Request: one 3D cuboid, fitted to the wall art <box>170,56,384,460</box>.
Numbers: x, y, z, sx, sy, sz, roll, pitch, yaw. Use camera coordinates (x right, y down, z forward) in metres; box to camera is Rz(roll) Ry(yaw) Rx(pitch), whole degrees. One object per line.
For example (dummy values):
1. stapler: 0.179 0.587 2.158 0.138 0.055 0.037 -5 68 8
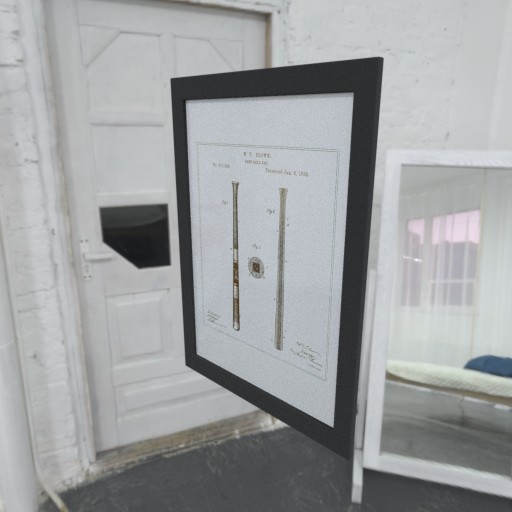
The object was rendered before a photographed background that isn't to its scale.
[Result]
1. wall art: 0.000 0.000 0.679 0.374 0.529 0.012 15 23 41
